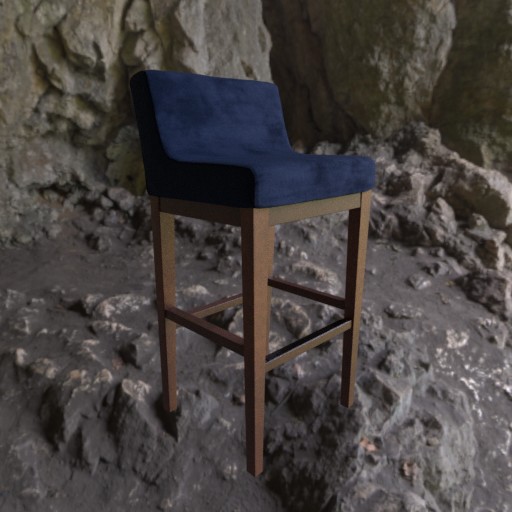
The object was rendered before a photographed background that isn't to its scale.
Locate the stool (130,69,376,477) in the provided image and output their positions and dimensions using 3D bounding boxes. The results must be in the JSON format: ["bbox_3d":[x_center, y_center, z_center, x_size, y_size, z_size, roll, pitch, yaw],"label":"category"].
[{"bbox_3d":[0.000,0.000,1.331,0.511,1.037,0.500,-15,21,-43],"label":"stool"}]
